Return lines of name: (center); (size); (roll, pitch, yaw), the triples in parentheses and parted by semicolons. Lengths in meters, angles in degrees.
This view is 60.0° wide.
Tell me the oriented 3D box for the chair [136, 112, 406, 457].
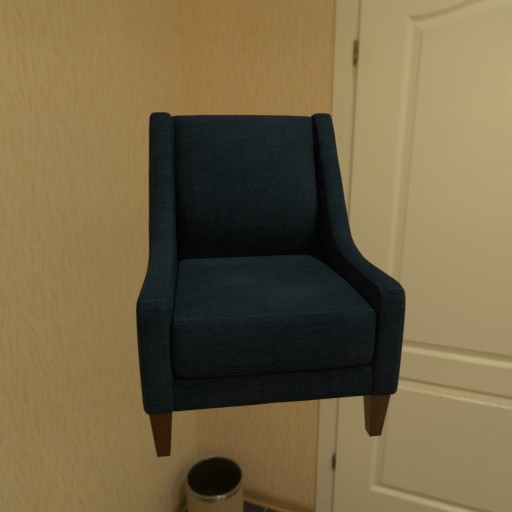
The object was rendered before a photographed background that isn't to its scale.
chair: (0.000, 0.000, 1.592); (0.774, 1.014, 0.870); (-2, 15, -8)
